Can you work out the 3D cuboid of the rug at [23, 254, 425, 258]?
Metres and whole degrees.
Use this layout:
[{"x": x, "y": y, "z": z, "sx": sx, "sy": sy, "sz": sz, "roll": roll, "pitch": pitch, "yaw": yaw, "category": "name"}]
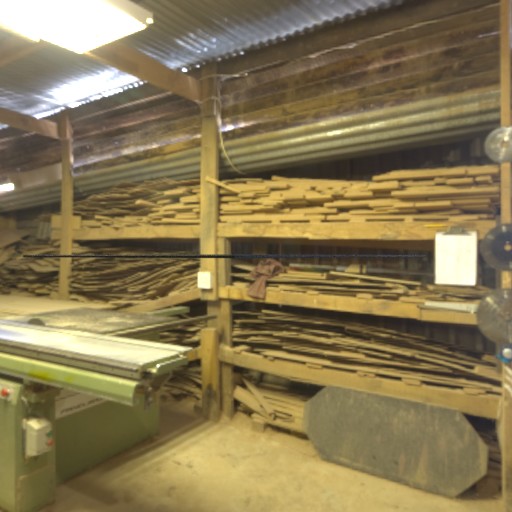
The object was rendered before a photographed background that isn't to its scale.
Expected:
[{"x": 0.000, "y": 0.000, "z": 2.917, "sx": 1.528, "sy": 0.014, "sz": 2.294, "roll": 0, "pitch": 0, "yaw": 37, "category": "rug"}]
